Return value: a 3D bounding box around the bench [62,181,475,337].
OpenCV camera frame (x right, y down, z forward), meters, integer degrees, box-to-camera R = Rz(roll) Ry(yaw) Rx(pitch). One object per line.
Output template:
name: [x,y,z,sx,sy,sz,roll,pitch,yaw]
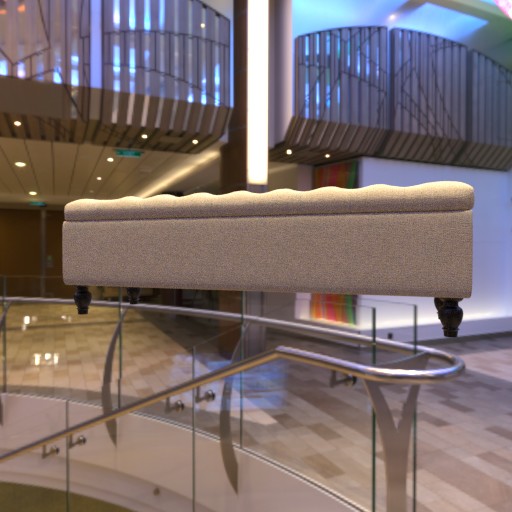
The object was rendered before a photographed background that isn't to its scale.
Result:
bench: [0.000,0.000,1.706,1.480,0.467,0.455,0,1,20]
